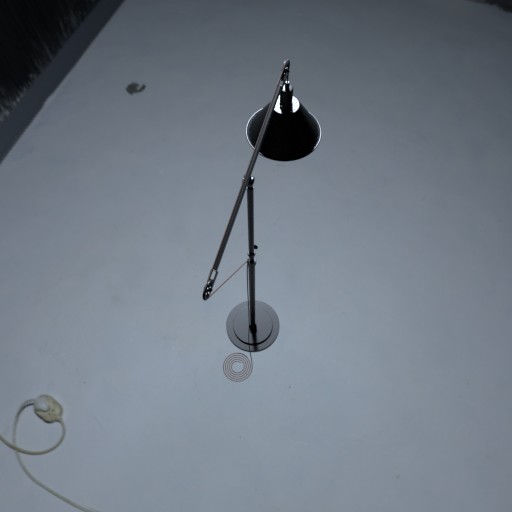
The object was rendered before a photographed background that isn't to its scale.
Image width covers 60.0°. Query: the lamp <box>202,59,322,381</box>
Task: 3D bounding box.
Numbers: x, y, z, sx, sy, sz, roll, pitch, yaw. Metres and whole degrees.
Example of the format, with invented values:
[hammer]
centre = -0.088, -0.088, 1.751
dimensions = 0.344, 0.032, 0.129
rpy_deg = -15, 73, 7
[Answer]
[lamp]
centre = 0.000, 0.000, 1.982
dimensions = 0.319, 1.626, 0.904
rpy_deg = 18, 64, 9
